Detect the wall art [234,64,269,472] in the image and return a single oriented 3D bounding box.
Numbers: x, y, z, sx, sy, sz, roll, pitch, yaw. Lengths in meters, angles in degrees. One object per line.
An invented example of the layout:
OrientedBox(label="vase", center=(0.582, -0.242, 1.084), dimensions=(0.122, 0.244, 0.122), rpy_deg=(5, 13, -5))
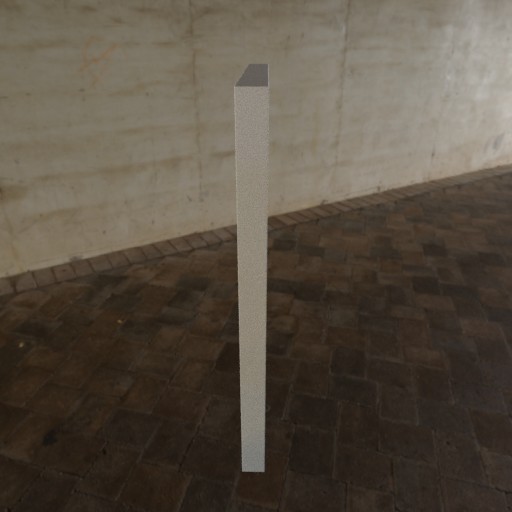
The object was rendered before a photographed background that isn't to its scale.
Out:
OrientedBox(label="wall art", center=(0.000, 0.000, 0.794), dimensions=(0.038, 0.611, 0.408), rpy_deg=(1, 27, 1))
